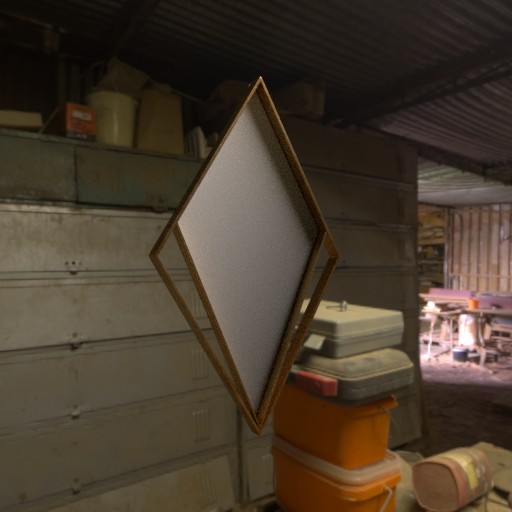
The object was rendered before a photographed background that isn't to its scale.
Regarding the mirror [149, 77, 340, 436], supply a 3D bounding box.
[{"bbox_3d":[0.000,0.000,0.849,0.419,0.679,0.032,0,-1,-35],"label":"mirror"}]
